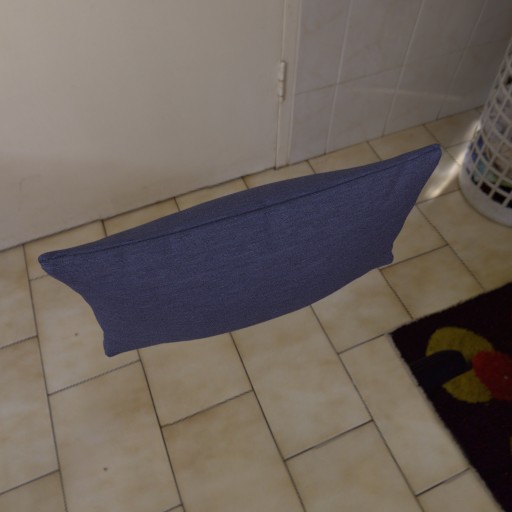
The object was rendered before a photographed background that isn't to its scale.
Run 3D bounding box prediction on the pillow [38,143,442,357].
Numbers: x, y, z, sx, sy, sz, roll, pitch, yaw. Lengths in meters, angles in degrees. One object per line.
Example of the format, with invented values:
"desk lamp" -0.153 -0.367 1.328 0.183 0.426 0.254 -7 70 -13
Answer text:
"pillow" 0.000 0.000 0.792 0.633 0.338 0.210 -17 59 -11
